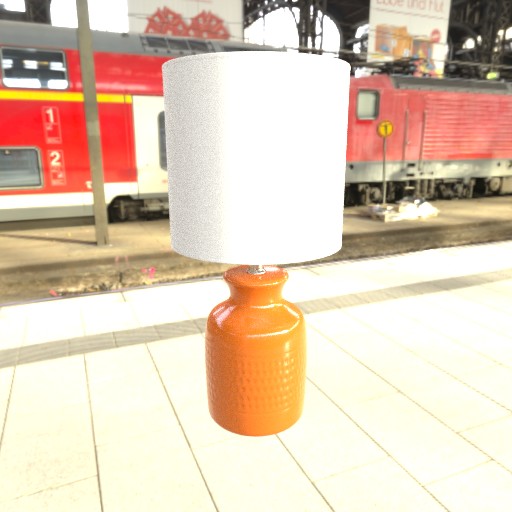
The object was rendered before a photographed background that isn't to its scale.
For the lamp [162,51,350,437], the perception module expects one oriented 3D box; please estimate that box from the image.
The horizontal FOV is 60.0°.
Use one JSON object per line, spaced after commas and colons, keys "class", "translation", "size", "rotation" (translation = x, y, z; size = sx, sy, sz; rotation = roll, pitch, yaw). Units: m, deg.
{"class": "lamp", "translation": [0.000, 0.000, 1.111], "size": [0.418, 0.871, 0.418], "rotation": [-7, 16, -24]}
